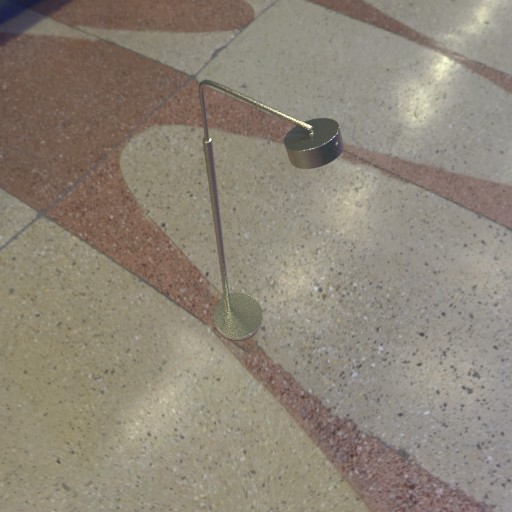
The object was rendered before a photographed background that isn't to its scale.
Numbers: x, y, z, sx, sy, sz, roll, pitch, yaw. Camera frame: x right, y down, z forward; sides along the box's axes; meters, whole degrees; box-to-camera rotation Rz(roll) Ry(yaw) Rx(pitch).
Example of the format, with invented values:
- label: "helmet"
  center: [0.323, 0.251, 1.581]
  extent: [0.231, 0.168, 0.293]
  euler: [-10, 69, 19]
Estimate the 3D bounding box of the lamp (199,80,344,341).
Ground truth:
- label: "lamp"
  center: [0.000, 0.000, 1.469]
  extent: [0.421, 1.250, 0.222]
  euler: [31, 63, 18]
